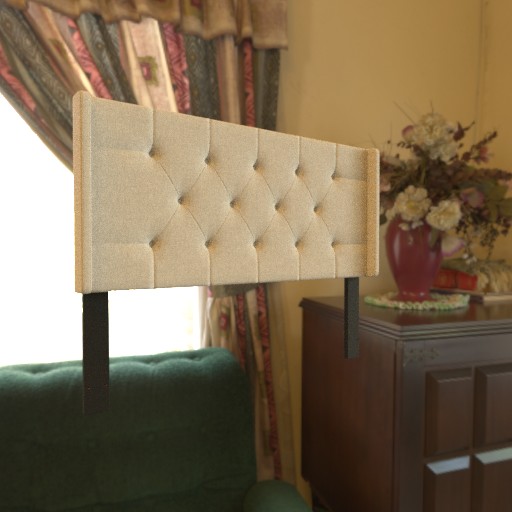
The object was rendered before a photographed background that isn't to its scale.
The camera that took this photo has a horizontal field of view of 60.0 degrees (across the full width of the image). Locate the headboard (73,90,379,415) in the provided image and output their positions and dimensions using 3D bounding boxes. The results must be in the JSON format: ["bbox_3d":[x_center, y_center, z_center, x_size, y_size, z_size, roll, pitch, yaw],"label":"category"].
[{"bbox_3d":[0.000,0.000,2.655,2.051,1.524,0.184,-1,1,-36],"label":"headboard"}]
